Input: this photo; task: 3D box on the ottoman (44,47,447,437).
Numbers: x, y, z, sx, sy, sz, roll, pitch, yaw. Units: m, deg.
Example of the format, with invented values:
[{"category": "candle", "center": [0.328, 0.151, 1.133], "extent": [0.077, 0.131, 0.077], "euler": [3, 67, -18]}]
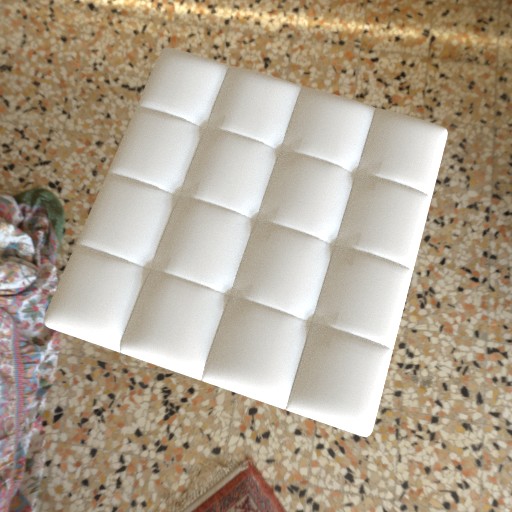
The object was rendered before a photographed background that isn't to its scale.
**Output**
[{"category": "ottoman", "center": [0.000, 0.000, 0.772], "extent": [0.425, 0.432, 0.425], "euler": [18, 77, 4]}]
